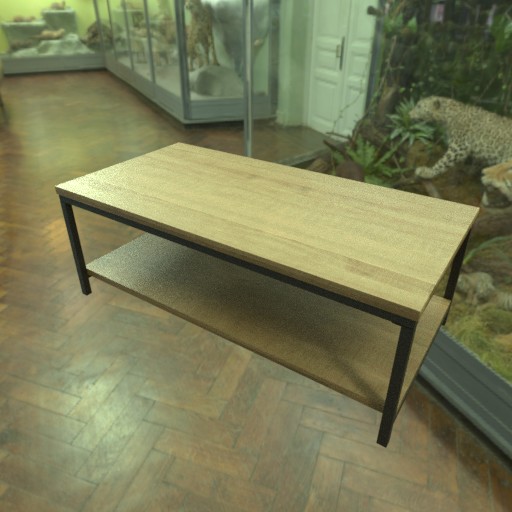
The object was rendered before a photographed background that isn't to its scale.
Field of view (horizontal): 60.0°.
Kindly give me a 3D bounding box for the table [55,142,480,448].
[{"bbox_3d":[0.000,0.000,1.376,1.100,0.399,0.551,19,36,29],"label":"table"}]
